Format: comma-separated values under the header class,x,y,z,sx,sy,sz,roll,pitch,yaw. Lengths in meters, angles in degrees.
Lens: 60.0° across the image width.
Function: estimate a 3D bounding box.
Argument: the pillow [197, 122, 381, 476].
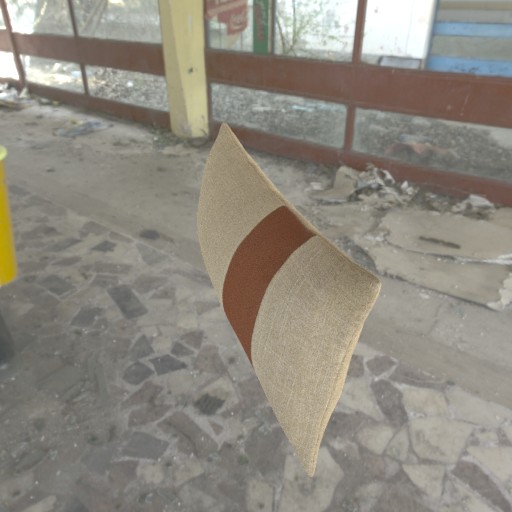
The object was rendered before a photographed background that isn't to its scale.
class,x,y,z,sx,sy,sz,roll,pitch,yaw
pillow,0.000,0.000,0.722,0.155,0.282,0.612,-9,32,-15
